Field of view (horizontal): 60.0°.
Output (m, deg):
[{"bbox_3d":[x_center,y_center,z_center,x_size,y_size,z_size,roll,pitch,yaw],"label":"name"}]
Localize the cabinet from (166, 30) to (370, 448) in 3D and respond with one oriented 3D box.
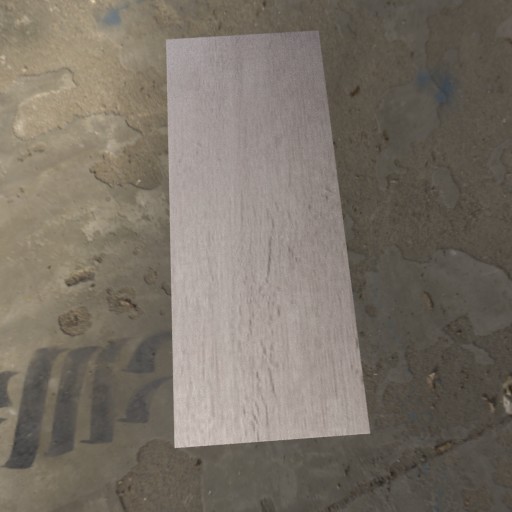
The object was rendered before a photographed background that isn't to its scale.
[{"bbox_3d":[0.000,0.000,1.478,0.420,0.820,1.040,-4,75,-1],"label":"cabinet"}]
